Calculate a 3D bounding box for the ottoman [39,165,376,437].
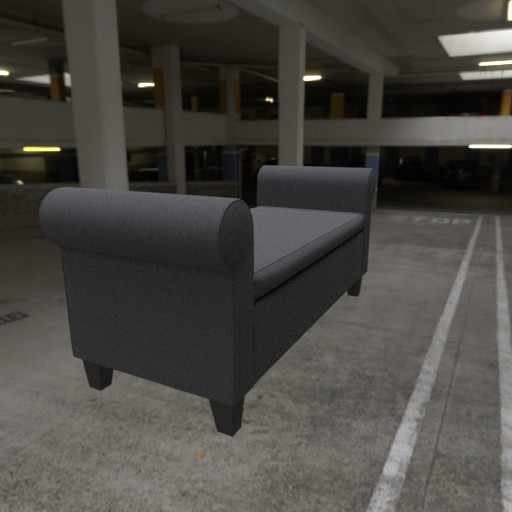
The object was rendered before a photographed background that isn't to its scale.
[{"bbox_3d":[0.000,0.000,1.522,0.521,0.547,1.256,8,16,27],"label":"ottoman"}]
